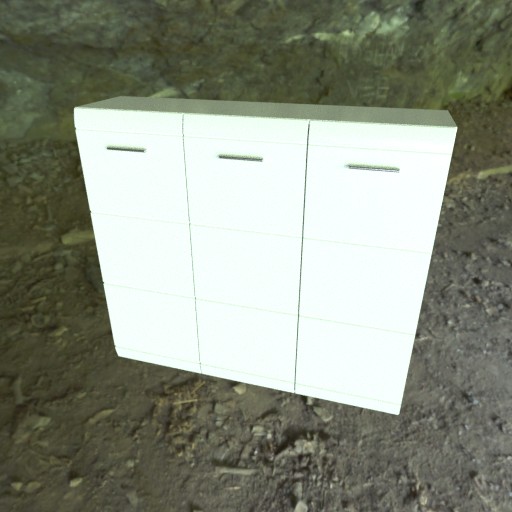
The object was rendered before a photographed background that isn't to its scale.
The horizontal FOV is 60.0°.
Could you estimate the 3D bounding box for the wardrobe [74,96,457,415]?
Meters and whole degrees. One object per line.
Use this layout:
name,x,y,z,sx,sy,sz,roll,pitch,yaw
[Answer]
wardrobe,0.000,0.000,1.891,1.340,1.200,0.360,8,28,15
